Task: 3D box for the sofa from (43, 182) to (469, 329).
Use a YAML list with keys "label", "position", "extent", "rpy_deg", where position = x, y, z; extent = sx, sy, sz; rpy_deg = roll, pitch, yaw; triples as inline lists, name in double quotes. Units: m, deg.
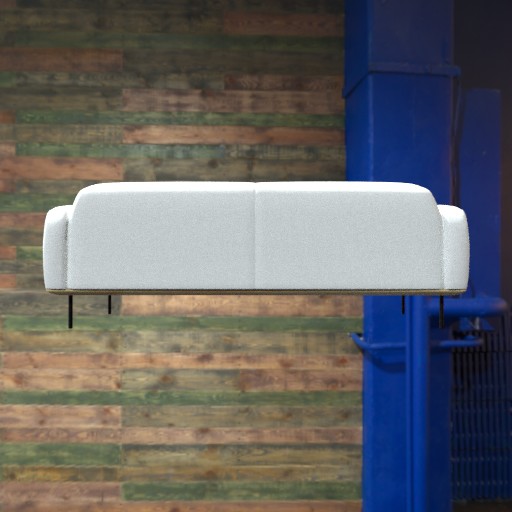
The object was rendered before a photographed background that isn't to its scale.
- label: "sofa"
  position: [0.000, 0.000, 2.676]
  extent: [2.280, 0.780, 0.870]
  rpy_deg: [0, -1, 0]
